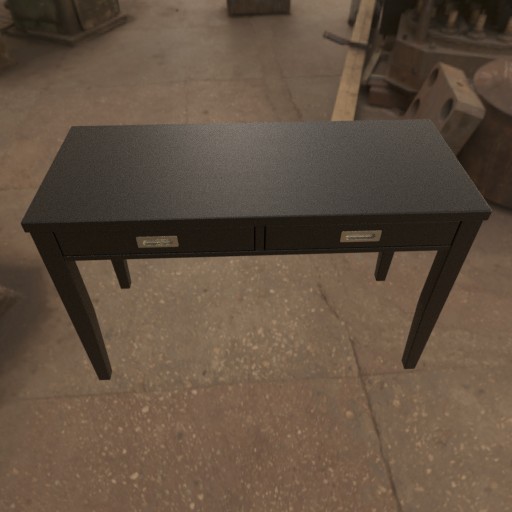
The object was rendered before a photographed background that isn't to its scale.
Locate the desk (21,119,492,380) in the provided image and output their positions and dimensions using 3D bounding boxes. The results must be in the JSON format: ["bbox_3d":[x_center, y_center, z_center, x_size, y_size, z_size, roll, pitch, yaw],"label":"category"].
[{"bbox_3d":[0.000,0.000,1.593,1.220,0.775,0.508,-2,44,-2],"label":"desk"}]
